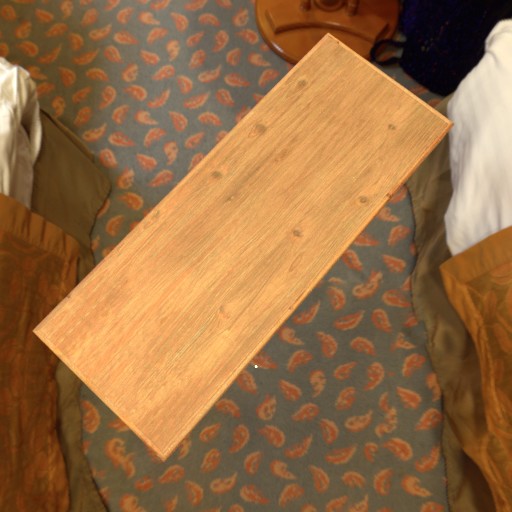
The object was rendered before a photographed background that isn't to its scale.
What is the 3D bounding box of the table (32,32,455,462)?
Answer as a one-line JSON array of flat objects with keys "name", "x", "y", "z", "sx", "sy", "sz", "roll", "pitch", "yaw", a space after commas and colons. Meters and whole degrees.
[{"name": "table", "x": 0.000, "y": 0.000, "z": 1.756, "sx": 0.522, "sy": 0.873, "sz": 1.330, "roll": 40, "pitch": 79, "yaw": 9}]
